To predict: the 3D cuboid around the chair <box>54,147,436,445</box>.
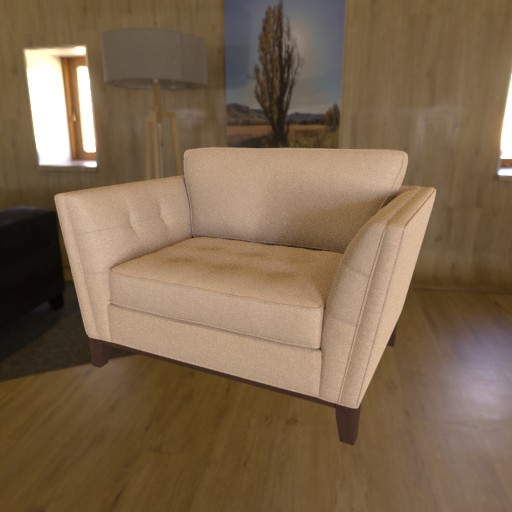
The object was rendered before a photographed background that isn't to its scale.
[{"bbox_3d":[0.000,0.000,2.016,1.397,0.940,0.965,8,18,25],"label":"chair"}]
